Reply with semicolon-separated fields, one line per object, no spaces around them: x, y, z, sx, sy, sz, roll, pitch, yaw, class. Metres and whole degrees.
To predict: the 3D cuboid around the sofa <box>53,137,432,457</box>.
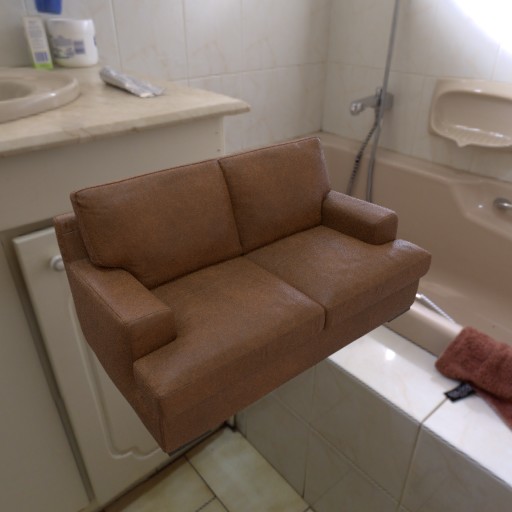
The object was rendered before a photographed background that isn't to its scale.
0.000;0.000;2.522;1.880;0.966;1.144;-21;36;-32;sofa
